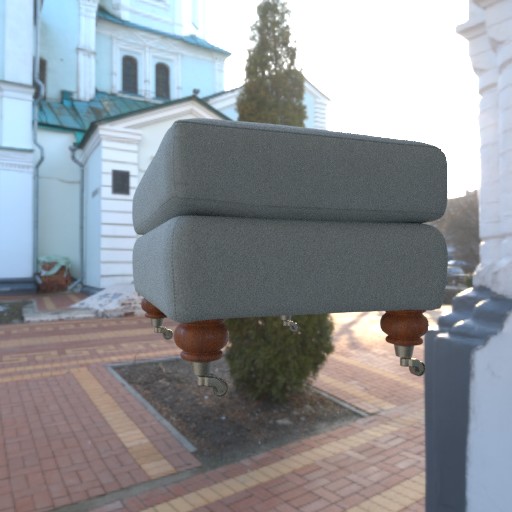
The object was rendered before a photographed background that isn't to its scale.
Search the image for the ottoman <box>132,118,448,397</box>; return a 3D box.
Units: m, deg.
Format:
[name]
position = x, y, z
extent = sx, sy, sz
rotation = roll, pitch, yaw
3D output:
[ottoman]
position = 0.000, 0.000, 1.127
extent = 0.569, 0.499, 0.773
rotation = 0, -1, -20
